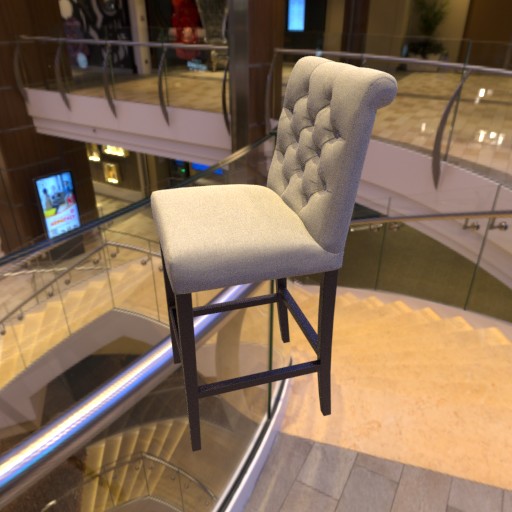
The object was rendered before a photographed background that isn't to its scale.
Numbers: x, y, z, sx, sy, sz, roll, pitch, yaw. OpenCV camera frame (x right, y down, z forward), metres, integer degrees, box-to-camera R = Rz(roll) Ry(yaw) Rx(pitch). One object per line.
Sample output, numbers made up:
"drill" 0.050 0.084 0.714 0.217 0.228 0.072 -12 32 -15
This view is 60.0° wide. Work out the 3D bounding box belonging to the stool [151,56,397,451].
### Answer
"stool" 0.000 0.000 1.435 0.601 1.140 0.493 -9 30 -15
